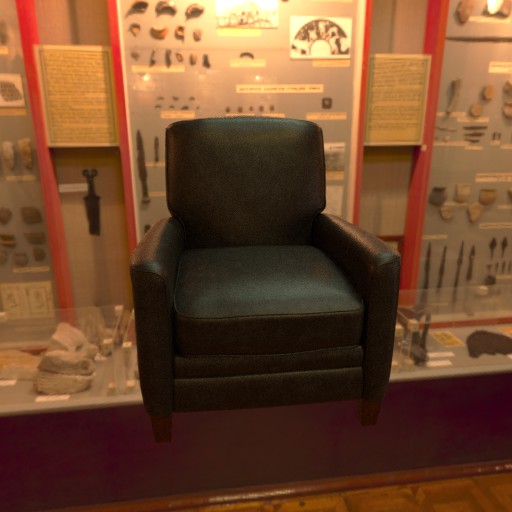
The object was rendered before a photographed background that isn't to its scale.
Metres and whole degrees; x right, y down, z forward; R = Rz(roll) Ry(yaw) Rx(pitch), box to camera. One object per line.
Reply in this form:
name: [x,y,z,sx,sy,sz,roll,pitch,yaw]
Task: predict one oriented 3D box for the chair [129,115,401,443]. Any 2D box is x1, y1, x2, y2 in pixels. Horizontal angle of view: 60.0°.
chair: [0.000,0.000,1.676,0.848,1.014,0.864,-2,18,-6]
